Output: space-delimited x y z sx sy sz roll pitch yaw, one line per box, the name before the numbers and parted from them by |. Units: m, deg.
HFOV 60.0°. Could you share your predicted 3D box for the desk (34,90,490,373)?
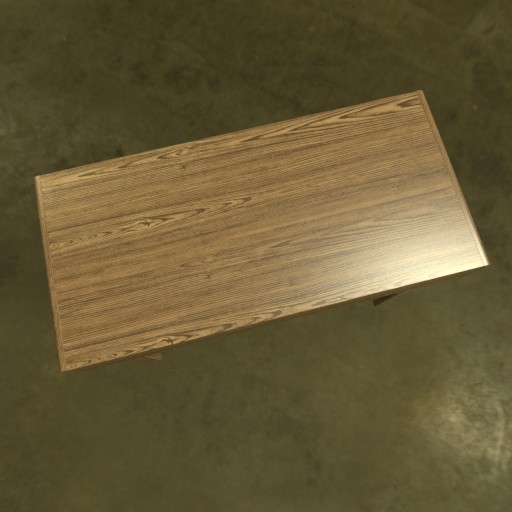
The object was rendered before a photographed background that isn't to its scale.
desk | 0.000 0.000 1.481 1.067 0.755 0.508 -14 76 -3
